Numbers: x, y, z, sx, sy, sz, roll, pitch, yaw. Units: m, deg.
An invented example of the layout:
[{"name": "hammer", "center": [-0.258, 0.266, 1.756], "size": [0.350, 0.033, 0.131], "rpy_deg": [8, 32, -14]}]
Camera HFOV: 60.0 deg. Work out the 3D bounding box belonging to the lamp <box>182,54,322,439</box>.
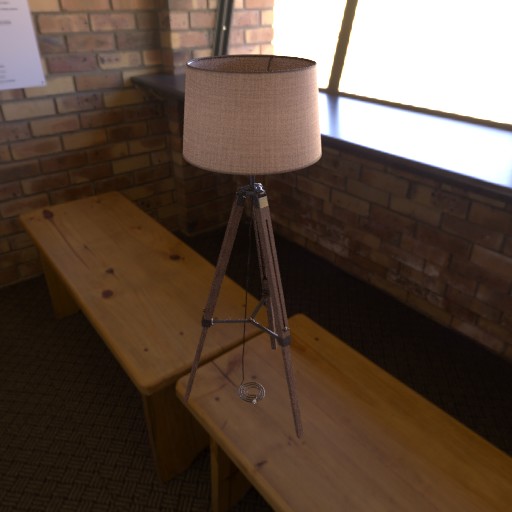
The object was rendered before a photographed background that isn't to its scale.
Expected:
[{"name": "lamp", "center": [0.000, 0.000, 1.855], "size": [0.604, 1.510, 0.587], "rpy_deg": [10, 32, 17]}]
